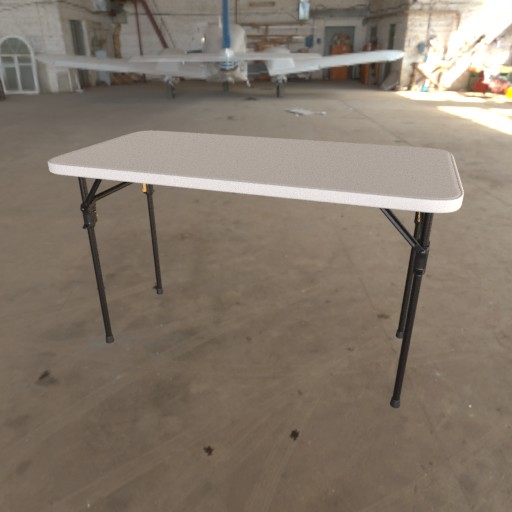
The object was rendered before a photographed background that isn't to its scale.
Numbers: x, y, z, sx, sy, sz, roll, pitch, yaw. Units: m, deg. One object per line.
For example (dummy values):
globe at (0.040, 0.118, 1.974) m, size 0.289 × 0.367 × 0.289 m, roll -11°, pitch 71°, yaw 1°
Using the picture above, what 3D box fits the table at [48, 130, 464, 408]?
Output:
table at (0.000, 0.000, 1.601) m, size 1.219 × 0.729 × 0.610 m, roll 8°, pitch 27°, yaw 17°
